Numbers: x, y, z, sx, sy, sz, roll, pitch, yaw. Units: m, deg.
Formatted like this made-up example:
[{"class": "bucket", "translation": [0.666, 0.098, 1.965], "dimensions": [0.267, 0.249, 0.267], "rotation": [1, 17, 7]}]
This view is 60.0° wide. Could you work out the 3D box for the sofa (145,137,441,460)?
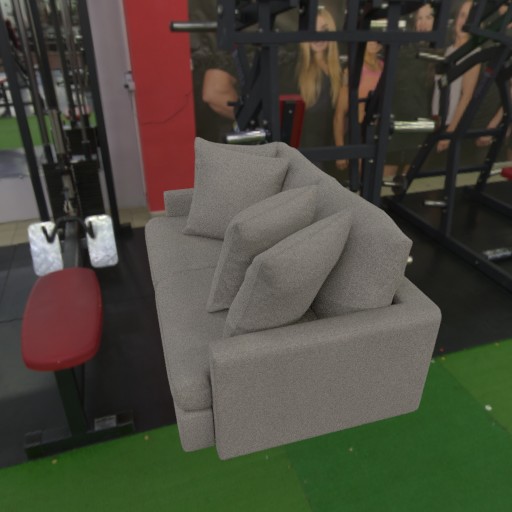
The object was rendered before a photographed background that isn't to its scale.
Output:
[{"class": "sofa", "translation": [0.000, 0.000, 2.645], "dimensions": [1.228, 1.080, 1.869], "rotation": [-8, 30, -14]}]
